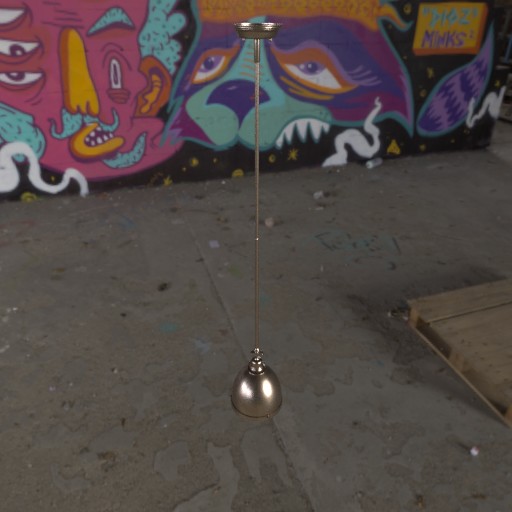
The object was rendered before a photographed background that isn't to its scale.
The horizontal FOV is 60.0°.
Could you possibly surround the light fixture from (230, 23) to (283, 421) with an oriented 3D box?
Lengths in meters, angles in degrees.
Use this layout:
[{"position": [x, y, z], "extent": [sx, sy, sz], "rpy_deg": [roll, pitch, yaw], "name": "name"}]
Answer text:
[{"position": [0.000, 0.000, 1.474], "extent": [0.217, 1.367, 0.211], "rpy_deg": [1, 30, 1], "name": "light fixture"}]
